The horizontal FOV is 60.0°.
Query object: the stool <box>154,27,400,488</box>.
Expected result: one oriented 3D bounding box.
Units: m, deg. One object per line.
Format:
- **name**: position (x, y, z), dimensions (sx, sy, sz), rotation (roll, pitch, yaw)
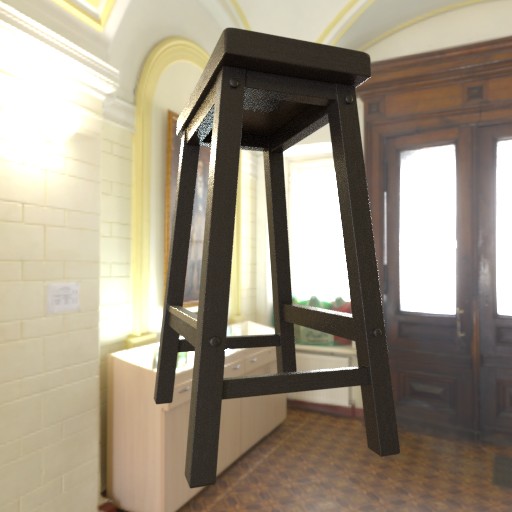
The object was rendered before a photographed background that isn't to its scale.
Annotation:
- **stool**: position (0.000, 0.000, 0.818), dimensions (0.322, 0.610, 0.406), rotation (1, -2, -19)
